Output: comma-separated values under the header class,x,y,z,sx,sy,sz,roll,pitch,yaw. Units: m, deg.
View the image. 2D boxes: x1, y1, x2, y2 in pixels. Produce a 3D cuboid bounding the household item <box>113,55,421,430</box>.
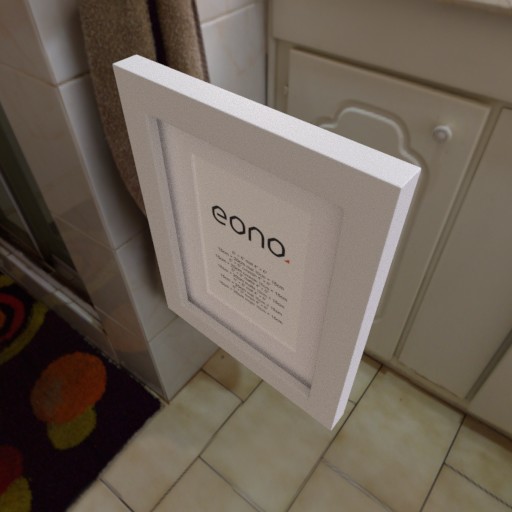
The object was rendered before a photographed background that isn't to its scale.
class,x,y,z,sx,sy,sz,roll,pitch,yaw
household item,0.000,0.000,0.335,0.200,0.250,0.045,31,53,27
